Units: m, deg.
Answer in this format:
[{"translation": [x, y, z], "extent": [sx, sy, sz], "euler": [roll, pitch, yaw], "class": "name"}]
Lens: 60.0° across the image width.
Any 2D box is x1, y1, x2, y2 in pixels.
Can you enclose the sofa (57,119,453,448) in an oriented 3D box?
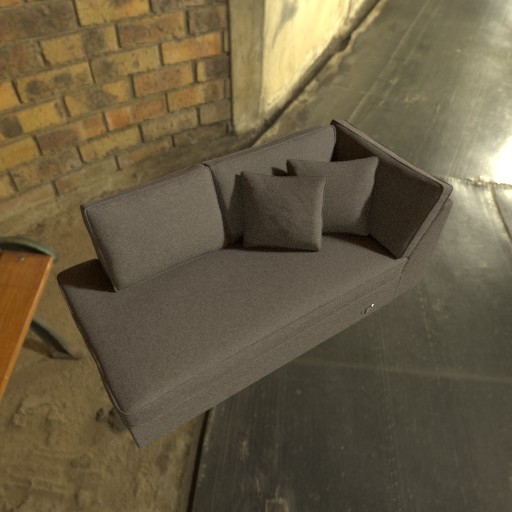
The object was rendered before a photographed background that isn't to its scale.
[{"translation": [0.000, 0.000, 2.798], "extent": [2.237, 1.033, 1.110], "euler": [-25, 51, -22], "class": "sofa"}]
